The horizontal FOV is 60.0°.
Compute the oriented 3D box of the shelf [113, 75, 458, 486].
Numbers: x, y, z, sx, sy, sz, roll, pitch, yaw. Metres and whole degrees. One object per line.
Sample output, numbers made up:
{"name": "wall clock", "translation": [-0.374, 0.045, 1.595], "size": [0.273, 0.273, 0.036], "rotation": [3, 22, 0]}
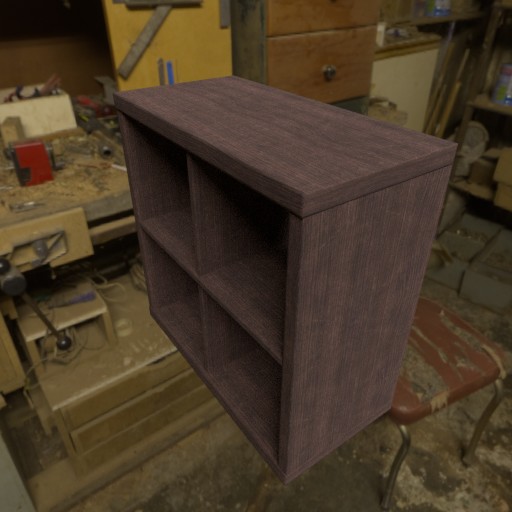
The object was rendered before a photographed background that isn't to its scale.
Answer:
{"name": "shelf", "translation": [0.000, 0.000, 1.241], "size": [0.390, 0.786, 0.790], "rotation": [-21, 39, -29]}
